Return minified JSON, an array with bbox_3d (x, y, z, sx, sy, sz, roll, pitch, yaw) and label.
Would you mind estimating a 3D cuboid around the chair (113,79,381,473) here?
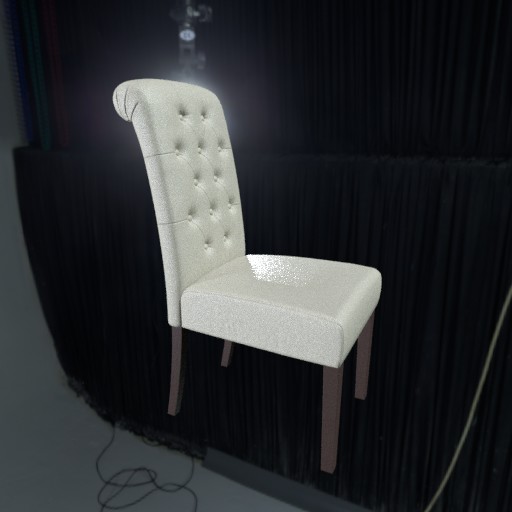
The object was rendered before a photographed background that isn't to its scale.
[{"bbox_3d":[0.000,0.000,1.334,0.671,1.006,0.456,8,18,25],"label":"chair"}]
